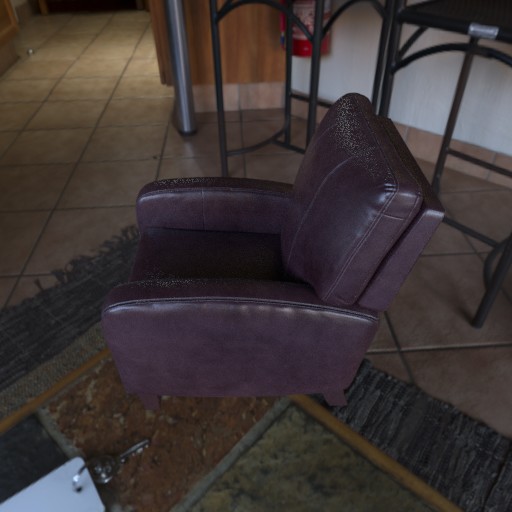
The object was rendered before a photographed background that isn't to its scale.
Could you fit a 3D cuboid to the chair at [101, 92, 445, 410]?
[{"bbox_3d":[0.000,0.000,1.639,0.990,0.990,0.762,-1,41,-1],"label":"chair"}]
